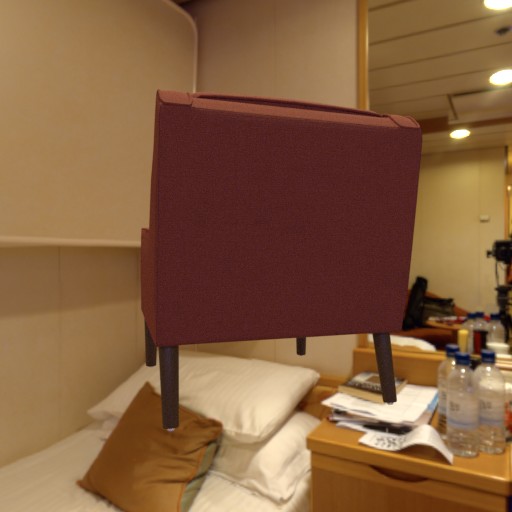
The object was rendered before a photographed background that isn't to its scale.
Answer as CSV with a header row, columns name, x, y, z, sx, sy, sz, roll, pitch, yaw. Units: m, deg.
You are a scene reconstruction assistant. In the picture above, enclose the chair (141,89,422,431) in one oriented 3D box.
name,x,y,z,sx,sy,sz,roll,pitch,yaw
chair,0.000,0.000,1.401,0.680,0.812,0.770,0,0,-18
